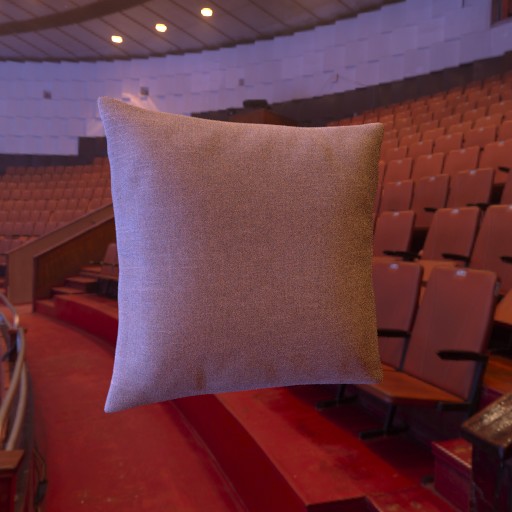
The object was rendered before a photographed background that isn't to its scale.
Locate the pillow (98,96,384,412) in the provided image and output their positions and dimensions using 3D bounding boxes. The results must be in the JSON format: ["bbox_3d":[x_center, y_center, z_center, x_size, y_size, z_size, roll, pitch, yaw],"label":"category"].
[{"bbox_3d":[0.000,0.000,0.785,0.523,0.506,0.166,0,2,-17],"label":"pillow"}]
